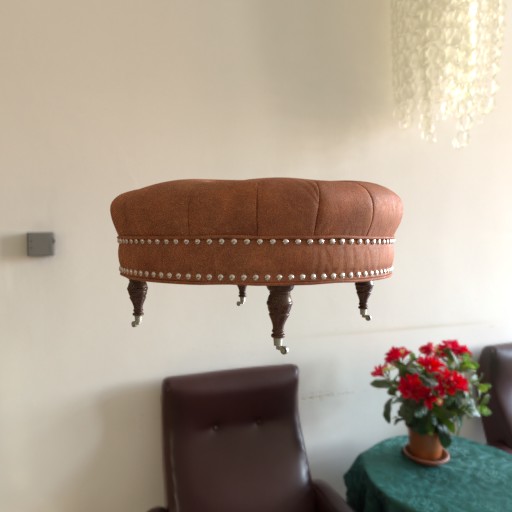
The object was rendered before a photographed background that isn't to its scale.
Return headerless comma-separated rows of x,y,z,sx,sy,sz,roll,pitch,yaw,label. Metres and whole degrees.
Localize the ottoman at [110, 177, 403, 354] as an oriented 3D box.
0.000,0.000,1.432,0.901,0.444,0.901,0,2,0,ottoman
